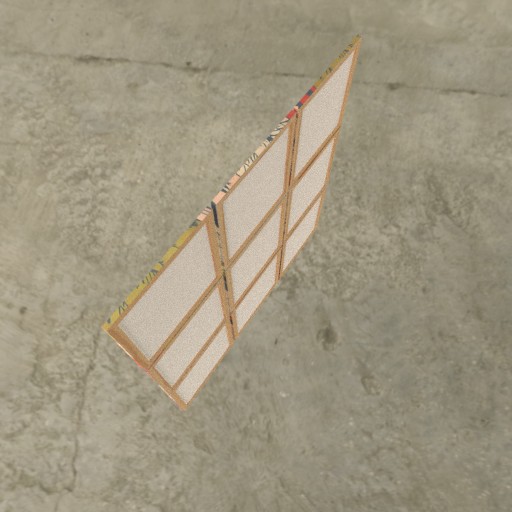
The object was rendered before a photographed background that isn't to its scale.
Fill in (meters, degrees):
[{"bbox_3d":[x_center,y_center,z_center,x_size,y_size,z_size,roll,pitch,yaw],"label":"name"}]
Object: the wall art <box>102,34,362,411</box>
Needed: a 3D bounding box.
[{"bbox_3d":[0.000,0.000,1.321,0.013,0.913,0.904,31,67,15],"label":"wall art"}]
